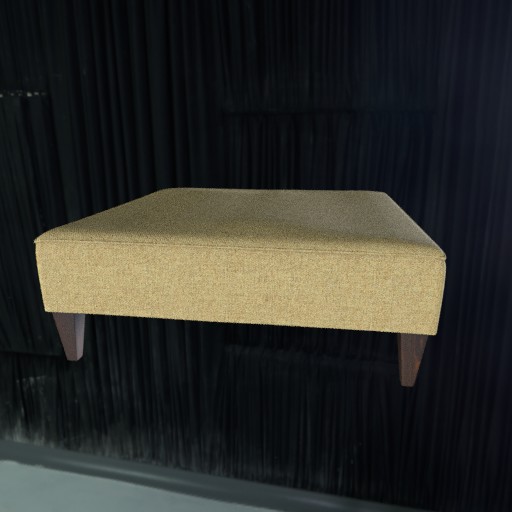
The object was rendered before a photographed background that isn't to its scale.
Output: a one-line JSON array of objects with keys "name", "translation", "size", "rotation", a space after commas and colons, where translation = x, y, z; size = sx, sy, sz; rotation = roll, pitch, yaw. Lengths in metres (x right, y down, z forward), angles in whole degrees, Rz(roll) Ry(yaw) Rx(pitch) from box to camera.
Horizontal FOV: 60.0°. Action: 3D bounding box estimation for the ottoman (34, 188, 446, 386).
[{"name": "ottoman", "translation": [0.000, 0.000, 1.512], "size": [0.981, 0.378, 0.970], "rotation": [2, 16, 8]}]
